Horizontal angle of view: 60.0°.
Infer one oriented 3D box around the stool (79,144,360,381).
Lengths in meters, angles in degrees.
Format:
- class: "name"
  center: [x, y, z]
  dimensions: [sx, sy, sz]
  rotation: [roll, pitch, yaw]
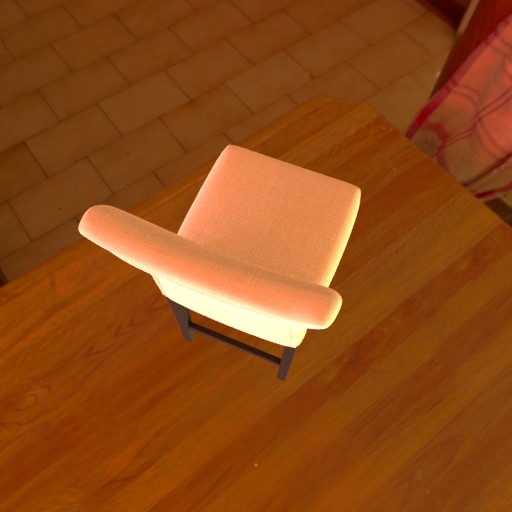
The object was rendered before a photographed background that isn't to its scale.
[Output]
- class: "stool"
  center: [0.000, 0.000, 1.315]
  dimensions: [0.514, 0.972, 0.603]
  rotation: [21, 66, 9]
